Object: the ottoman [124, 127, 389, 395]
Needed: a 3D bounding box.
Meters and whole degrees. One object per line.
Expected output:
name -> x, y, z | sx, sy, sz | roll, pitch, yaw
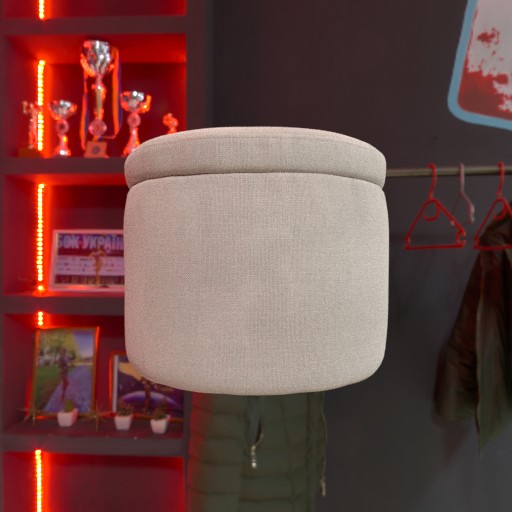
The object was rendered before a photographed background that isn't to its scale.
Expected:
ottoman -> 0.000, 0.000, 0.868 | 0.497, 0.409, 0.497 | 0, 0, 0
